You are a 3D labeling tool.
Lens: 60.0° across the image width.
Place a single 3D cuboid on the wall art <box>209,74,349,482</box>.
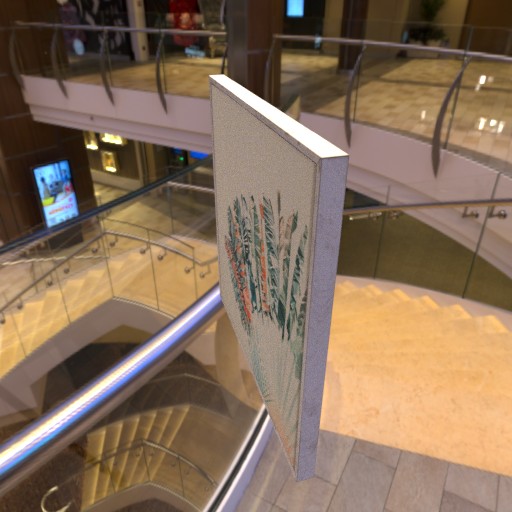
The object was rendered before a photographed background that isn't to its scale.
[{"bbox_3d":[0.000,0.000,0.756,0.029,0.506,0.508,-9,32,-15],"label":"wall art"}]
